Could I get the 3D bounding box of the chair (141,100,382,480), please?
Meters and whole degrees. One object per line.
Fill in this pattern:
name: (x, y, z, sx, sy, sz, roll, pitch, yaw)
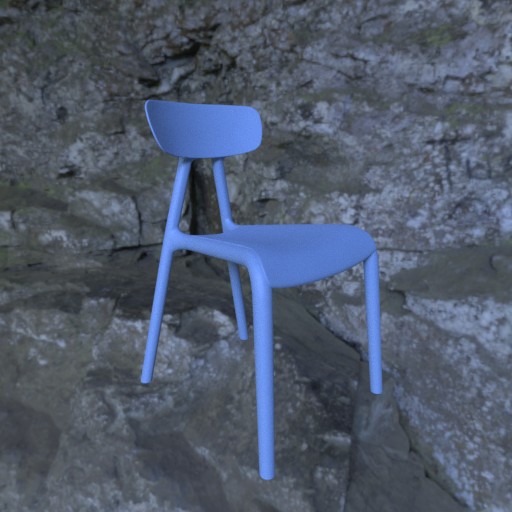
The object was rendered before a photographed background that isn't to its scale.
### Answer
chair: (0.000, 0.000, 0.863, 0.401, 0.580, 0.356, 14, 21, 43)
